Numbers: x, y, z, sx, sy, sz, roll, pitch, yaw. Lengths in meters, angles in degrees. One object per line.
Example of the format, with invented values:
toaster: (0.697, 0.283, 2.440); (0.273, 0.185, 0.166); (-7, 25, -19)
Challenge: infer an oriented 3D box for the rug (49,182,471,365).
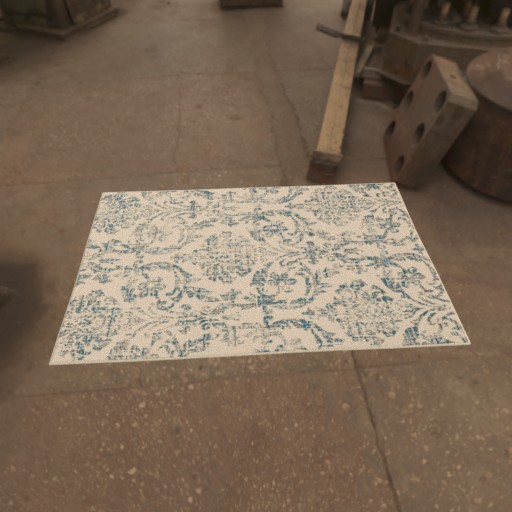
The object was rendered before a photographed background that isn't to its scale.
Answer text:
rug: (0.000, 0.000, 2.344); (1.831, 0.012, 1.213); (-2, 45, -2)
